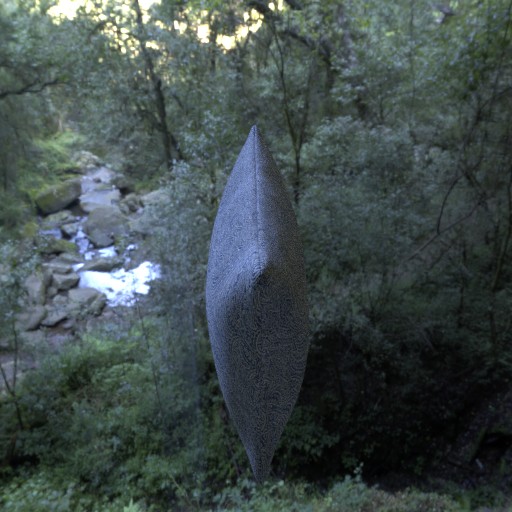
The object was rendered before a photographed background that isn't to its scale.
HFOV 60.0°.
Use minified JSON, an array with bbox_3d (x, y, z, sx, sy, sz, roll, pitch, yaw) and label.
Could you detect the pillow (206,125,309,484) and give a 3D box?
[{"bbox_3d":[0.000,0.000,0.722,0.151,0.295,0.615,0,28,-1],"label":"pillow"}]
